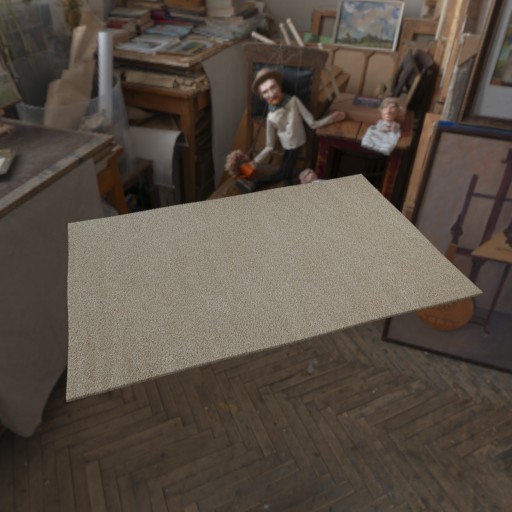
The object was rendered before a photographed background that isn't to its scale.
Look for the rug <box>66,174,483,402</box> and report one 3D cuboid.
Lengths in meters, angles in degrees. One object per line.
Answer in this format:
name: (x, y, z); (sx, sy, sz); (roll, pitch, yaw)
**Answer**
rug: (0.000, 0.000, 2.906); (2.346, 0.025, 1.500); (-12, 41, -14)
